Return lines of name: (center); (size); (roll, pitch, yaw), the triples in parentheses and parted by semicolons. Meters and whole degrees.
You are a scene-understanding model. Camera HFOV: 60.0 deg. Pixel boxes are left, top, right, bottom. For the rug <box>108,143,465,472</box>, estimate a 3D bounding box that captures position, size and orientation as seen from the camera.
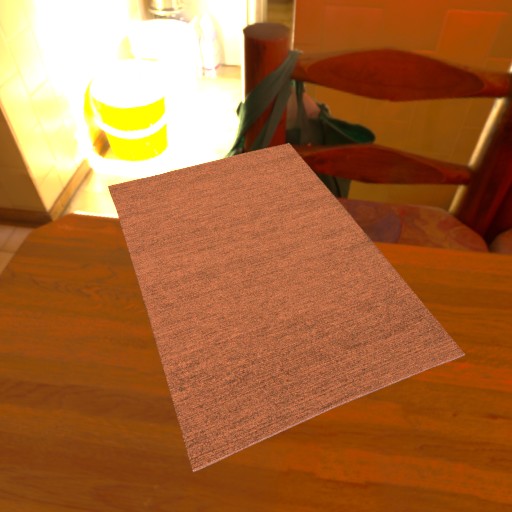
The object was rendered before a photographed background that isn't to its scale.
rug: (0.000, 0.000, 3.030); (1.616, 0.030, 2.338); (-17, 49, -15)
